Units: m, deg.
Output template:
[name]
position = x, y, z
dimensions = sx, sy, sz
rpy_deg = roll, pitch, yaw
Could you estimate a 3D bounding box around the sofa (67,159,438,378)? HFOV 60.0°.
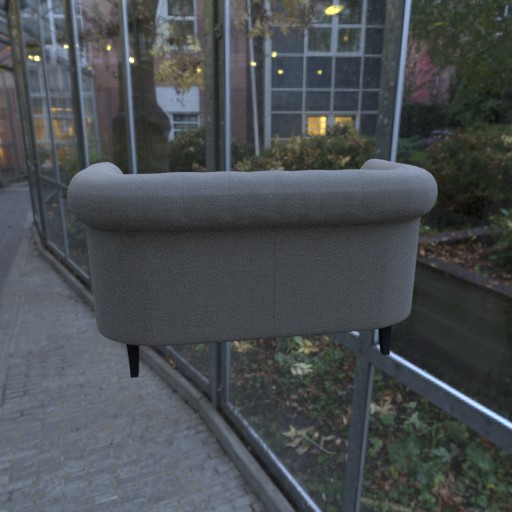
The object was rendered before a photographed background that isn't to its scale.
[sofa]
position = 0.000, 0.000, 2.031
dimensions = 1.558, 0.827, 0.835
rpy_deg = -3, 16, -9
